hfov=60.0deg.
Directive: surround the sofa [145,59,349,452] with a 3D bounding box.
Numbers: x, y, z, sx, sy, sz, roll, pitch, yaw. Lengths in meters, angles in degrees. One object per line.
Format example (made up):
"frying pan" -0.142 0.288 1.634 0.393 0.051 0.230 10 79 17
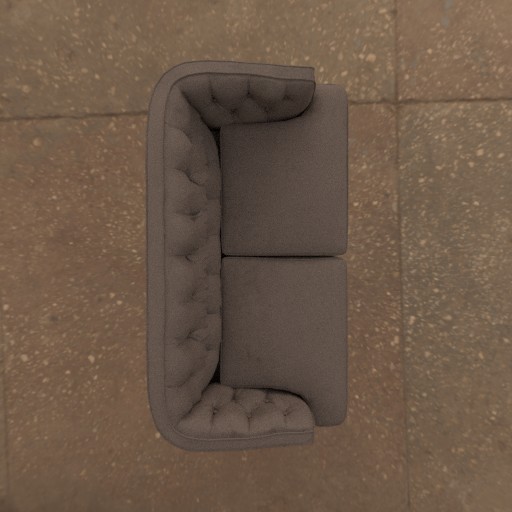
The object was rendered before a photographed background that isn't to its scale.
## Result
"sofa" 0.000 0.000 2.262 0.941 0.855 1.733 0 91 0
